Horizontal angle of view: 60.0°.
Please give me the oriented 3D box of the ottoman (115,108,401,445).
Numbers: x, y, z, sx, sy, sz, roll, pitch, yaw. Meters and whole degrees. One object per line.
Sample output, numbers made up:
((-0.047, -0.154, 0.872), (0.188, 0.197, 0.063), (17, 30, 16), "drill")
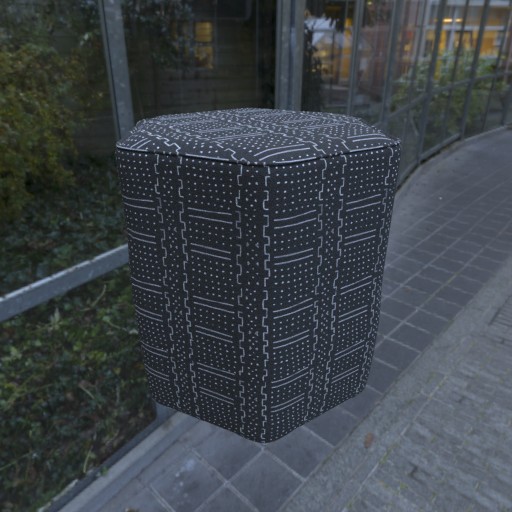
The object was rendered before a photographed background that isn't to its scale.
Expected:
((0.000, 0.000, 0.863), (0.494, 0.502, 0.443), (-16, 30, -30), "ottoman")
